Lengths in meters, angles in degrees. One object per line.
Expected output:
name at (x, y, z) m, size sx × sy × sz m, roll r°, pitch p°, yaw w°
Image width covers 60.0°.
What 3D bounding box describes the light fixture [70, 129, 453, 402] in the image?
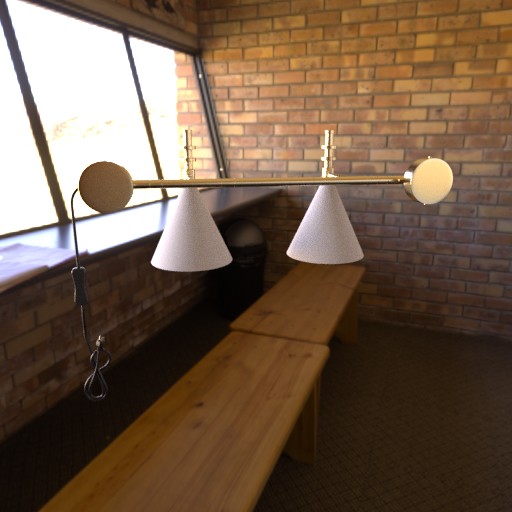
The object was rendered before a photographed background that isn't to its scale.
light fixture at (0.000, 0.000, 0.852) m, size 0.642 × 0.468 × 0.239 m, roll -3°, pitch 15°, yaw -10°
